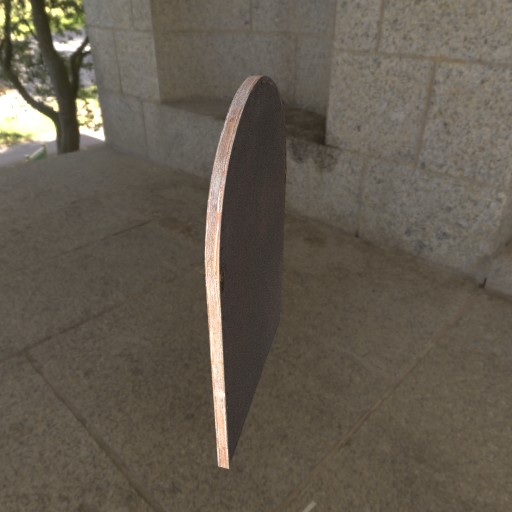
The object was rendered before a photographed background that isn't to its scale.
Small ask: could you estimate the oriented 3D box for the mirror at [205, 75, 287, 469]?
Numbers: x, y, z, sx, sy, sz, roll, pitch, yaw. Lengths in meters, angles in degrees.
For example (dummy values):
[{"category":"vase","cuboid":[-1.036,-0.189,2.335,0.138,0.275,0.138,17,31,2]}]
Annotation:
[{"category":"mirror","cuboid":[0.000,0.000,1.213,0.032,0.920,0.660,8,31,13]}]
